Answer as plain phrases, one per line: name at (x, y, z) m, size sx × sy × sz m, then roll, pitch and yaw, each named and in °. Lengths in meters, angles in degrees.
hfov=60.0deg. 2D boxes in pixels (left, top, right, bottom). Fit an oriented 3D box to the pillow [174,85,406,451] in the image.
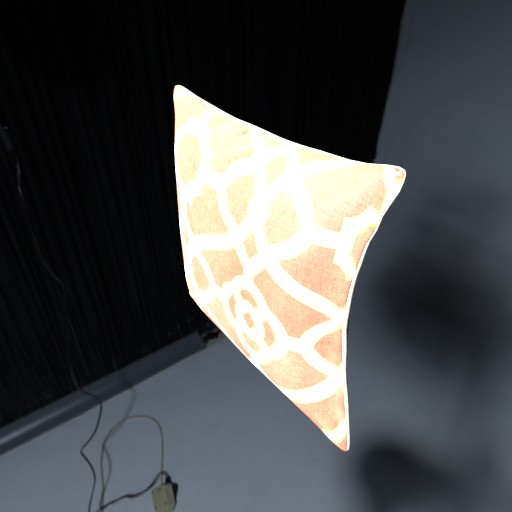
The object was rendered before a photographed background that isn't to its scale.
pillow at (0.000, 0.000, 0.812) m, size 0.166 × 0.508 × 0.552 m, roll -21°, pitch 38°, yaw -29°
